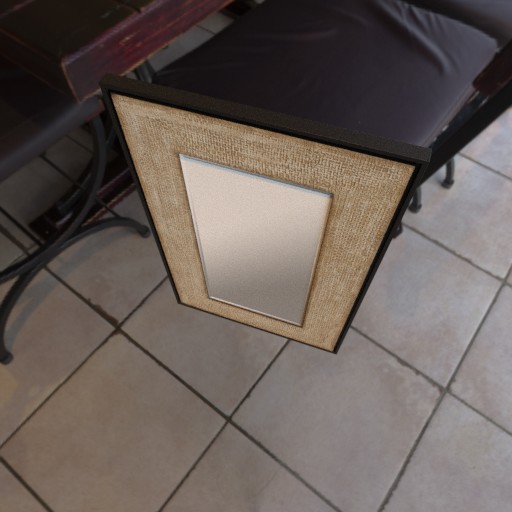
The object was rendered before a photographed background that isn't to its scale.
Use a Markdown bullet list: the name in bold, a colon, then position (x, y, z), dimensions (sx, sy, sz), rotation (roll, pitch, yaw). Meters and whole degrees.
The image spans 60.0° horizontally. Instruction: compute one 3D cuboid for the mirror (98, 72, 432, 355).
- **mirror**: position (0.000, 0.000, 1.500), dimensions (0.762, 1.219, 0.038), rotation (16, 60, 10)
